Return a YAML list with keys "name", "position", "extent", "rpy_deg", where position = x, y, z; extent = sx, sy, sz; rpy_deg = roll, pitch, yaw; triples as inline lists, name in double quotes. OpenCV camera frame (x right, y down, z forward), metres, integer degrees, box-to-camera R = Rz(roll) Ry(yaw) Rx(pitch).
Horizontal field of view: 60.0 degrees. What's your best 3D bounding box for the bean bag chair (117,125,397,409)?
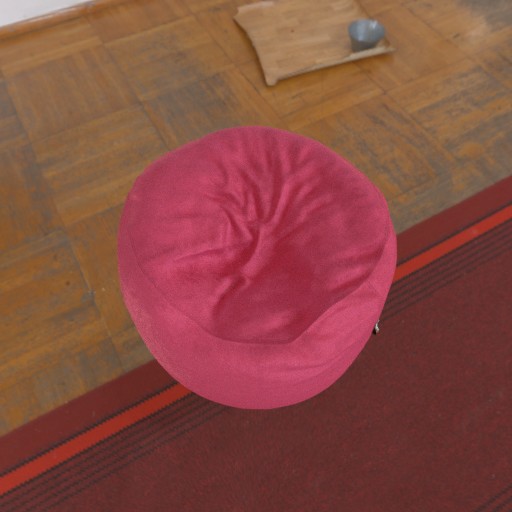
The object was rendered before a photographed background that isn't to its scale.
- name: "bean bag chair"
  position: [0.000, 0.000, 2.012]
  extent: [1.218, 0.788, 1.218]
  rpy_deg: [0, 59, 0]
